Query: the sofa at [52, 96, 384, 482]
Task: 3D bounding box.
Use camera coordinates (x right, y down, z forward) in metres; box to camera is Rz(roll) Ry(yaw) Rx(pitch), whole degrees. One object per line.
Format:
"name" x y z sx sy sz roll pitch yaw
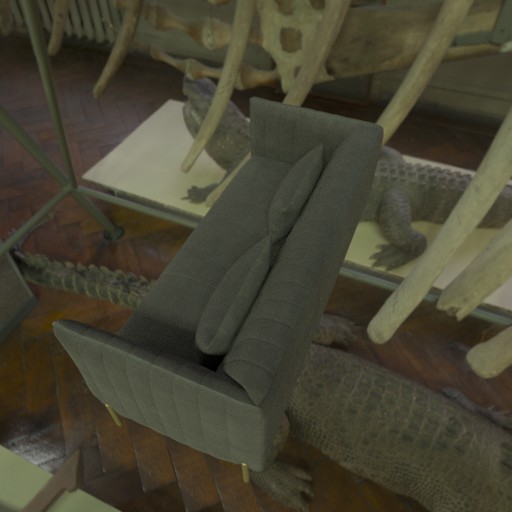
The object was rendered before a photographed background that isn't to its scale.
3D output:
"sofa" 0.000 0.000 2.408 0.876 0.780 1.980 17 50 15
